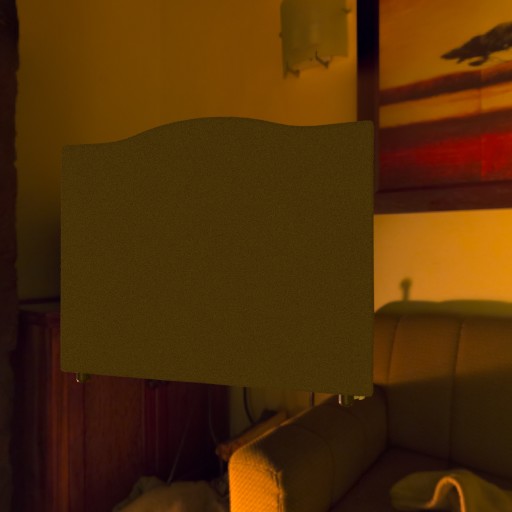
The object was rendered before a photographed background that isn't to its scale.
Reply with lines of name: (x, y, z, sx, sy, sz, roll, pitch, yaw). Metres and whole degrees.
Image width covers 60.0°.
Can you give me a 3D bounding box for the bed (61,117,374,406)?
bed: (0.000, 0.000, 3.163, 1.666, 1.387, 2.036, 0, 0, 16)
